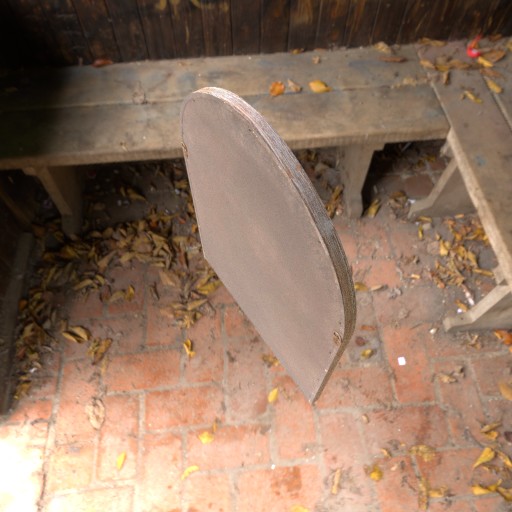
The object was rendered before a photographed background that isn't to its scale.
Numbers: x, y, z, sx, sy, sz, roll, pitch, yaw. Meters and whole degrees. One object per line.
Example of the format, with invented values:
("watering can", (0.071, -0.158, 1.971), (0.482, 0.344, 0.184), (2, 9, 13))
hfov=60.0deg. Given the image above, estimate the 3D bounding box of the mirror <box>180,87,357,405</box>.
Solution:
("mirror", (0.000, 0.000, 1.155), (0.032, 0.920, 0.660), (-30, 64, -16))
